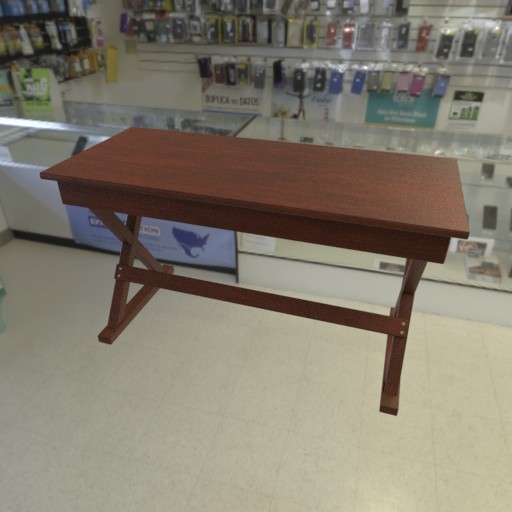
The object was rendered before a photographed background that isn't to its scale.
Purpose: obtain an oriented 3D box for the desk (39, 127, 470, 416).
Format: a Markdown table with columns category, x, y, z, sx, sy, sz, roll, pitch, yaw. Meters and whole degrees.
| category | x | y | z | sx | sy | sz | roll | pitch | yaw |
| --- | --- | --- | --- | --- | --- | --- | --- | --- | --- |
| desk | 0.000 | 0.000 | 1.782 | 1.372 | 0.761 | 0.600 | 10 | 33 | 15 |
